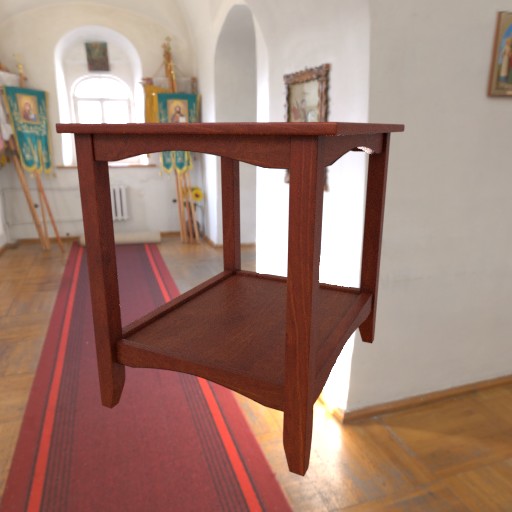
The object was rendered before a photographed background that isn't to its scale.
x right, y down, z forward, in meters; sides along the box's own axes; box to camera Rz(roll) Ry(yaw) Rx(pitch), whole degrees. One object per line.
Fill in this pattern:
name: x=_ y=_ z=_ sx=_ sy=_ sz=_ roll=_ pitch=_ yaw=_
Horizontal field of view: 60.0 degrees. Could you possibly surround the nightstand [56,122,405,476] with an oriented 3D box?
nightstand: x=0.000 y=0.000 z=0.978 sx=0.501 sy=0.558 sz=0.558 roll=8 pitch=18 yaw=25
